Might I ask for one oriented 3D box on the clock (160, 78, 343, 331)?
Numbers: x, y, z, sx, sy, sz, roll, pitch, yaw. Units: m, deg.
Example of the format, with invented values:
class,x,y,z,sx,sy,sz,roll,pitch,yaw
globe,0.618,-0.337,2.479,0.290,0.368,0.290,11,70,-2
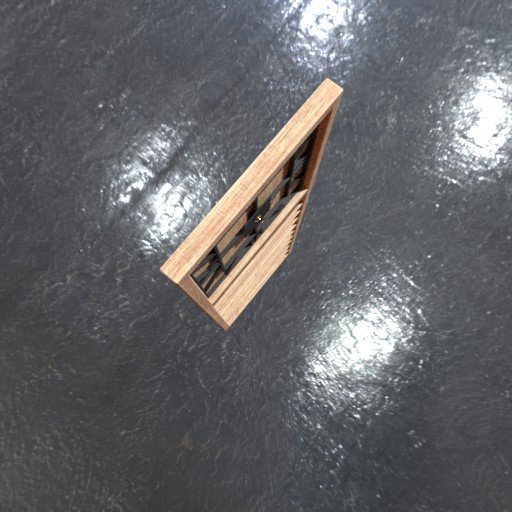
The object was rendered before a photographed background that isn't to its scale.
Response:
class,x,y,z,sx,sy,sz,roll,pitch,yaw
clock,0.000,0.000,1.070,0.030,0.965,0.361,38,80,8
